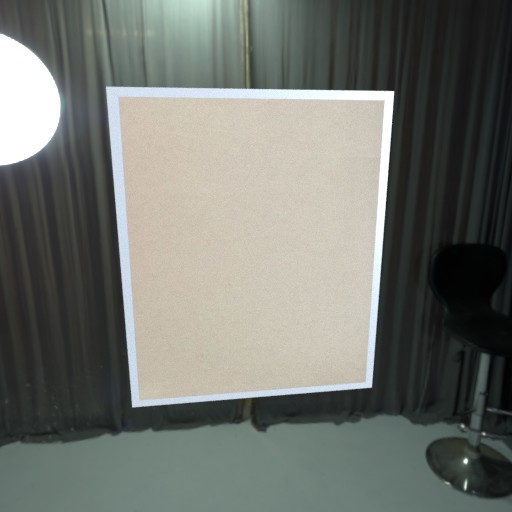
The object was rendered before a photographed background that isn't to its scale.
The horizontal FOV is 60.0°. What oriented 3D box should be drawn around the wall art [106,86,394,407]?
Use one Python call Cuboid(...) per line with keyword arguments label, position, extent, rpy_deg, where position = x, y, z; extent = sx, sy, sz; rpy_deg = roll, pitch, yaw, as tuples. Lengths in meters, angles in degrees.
Cuboid(label="wall art", position=(0.000, 0.000, 0.646), extent=(0.382, 0.456, 0.013), rpy_deg=(-2, 15, -8))
